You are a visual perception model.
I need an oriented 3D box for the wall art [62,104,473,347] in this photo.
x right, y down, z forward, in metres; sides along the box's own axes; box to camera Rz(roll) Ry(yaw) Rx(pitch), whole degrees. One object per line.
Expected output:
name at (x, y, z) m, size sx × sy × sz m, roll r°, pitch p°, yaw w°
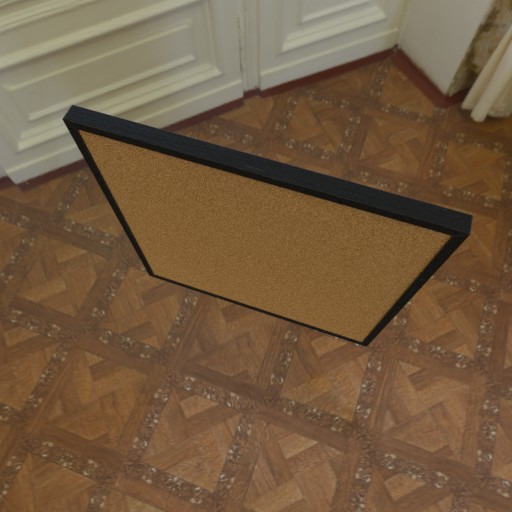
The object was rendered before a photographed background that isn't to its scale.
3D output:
wall art at (0.000, 0.000, 1.134) m, size 0.761 × 0.761 × 0.037 m, roll 17°, pitch 66°, yaw 8°
